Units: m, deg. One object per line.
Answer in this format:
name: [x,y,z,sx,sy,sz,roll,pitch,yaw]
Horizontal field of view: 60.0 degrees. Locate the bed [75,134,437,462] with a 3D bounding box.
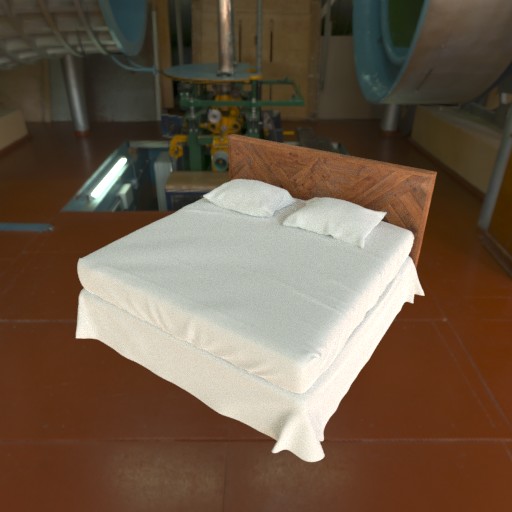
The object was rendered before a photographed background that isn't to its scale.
bed: [0.000,0.000,3.504,2.255,1.158,2.165,19,35,29]
